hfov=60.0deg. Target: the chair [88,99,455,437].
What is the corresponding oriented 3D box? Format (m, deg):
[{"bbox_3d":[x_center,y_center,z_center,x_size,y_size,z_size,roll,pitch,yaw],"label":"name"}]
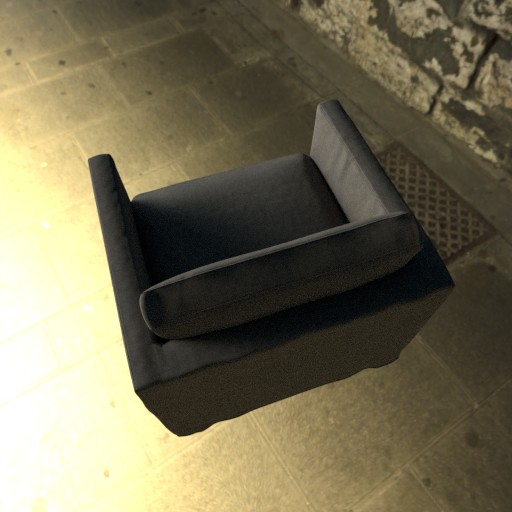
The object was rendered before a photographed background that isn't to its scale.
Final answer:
[{"bbox_3d":[0.000,0.000,1.741,1.057,0.863,0.949,-16,60,-10],"label":"chair"}]
